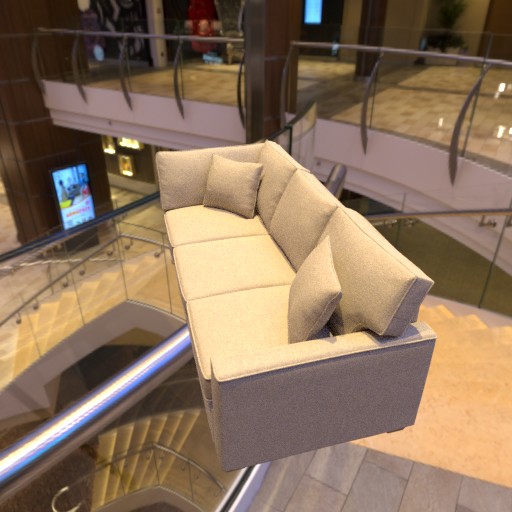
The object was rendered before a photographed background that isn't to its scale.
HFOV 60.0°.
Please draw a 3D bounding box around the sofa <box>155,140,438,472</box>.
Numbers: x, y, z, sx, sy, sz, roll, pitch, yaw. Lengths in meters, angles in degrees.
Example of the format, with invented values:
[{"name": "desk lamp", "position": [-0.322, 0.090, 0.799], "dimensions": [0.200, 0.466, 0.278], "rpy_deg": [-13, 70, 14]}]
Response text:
[{"name": "sofa", "position": [0.000, 0.000, 2.868], "dimensions": [1.061, 0.962, 2.317], "rpy_deg": [-8, 31, -13]}]
